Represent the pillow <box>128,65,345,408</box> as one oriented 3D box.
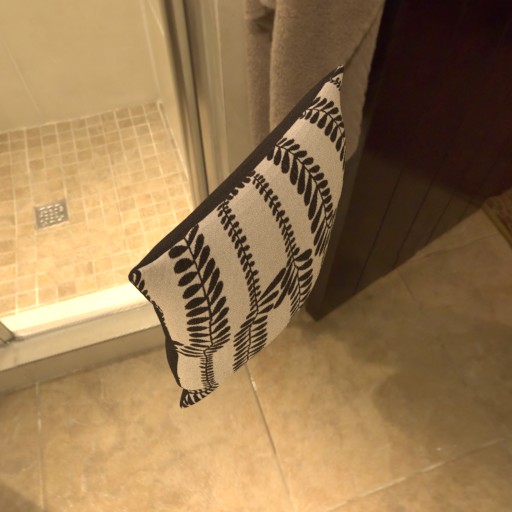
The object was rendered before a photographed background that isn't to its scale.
[{"bbox_3d":[0.000,0.000,0.696,0.182,0.441,0.440,30,61,18],"label":"pillow"}]
